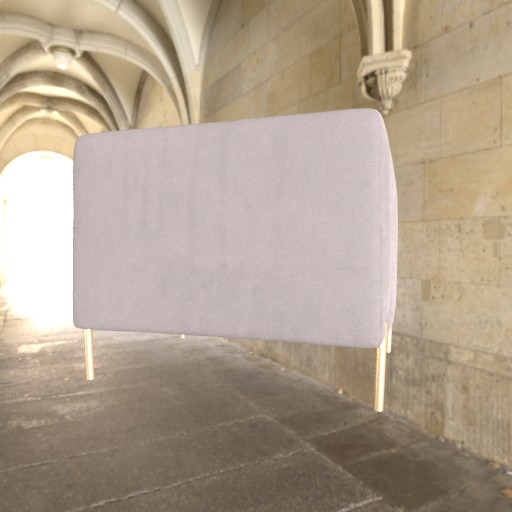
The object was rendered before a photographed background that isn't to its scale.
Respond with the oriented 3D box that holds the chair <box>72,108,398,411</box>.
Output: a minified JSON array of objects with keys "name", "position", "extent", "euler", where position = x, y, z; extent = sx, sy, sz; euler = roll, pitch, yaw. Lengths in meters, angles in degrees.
[{"name":"chair","position":[0.000,0.000,1.612],"extent":[0.981,0.779,0.873],"euler":[0,1,18]}]
